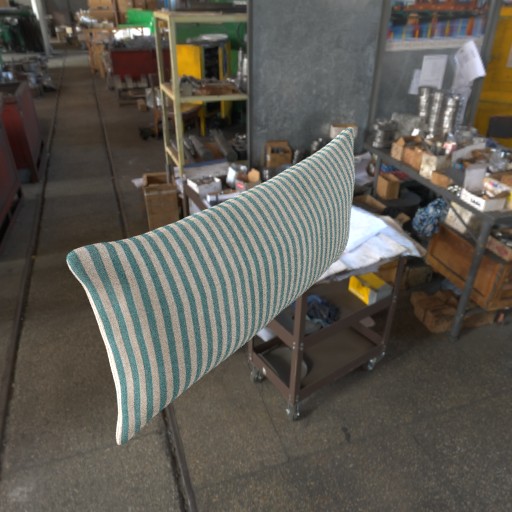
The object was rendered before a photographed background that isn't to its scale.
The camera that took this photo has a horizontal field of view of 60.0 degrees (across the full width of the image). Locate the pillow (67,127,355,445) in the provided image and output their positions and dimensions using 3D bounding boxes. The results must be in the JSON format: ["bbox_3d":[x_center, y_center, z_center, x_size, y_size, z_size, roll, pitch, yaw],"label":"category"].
[{"bbox_3d":[0.000,0.000,0.720,0.151,0.295,0.617,21,37,31],"label":"pillow"}]
